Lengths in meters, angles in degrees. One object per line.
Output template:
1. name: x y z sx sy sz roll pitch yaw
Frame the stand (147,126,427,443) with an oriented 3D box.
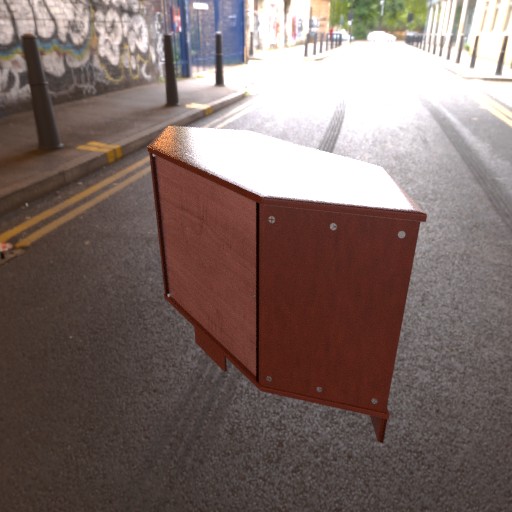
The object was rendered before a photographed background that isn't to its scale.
1. stand: 0.000 0.000 1.350 0.381 0.614 1.072 -19 32 -32
